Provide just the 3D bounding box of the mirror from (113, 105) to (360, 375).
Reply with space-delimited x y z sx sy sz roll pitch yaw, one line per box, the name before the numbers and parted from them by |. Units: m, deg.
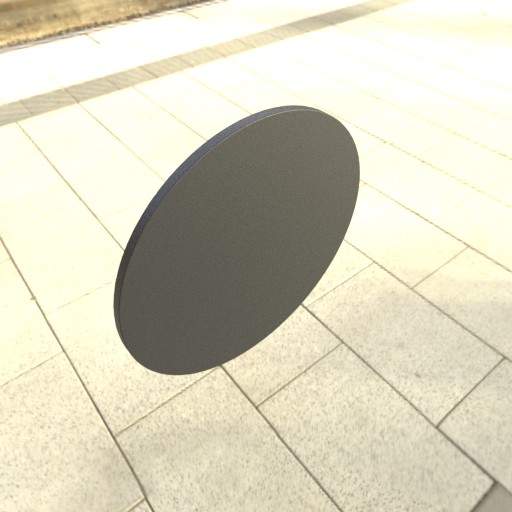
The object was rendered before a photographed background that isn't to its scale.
mirror | 0.000 0.000 1.592 1.077 1.077 0.036 -31 53 -27
